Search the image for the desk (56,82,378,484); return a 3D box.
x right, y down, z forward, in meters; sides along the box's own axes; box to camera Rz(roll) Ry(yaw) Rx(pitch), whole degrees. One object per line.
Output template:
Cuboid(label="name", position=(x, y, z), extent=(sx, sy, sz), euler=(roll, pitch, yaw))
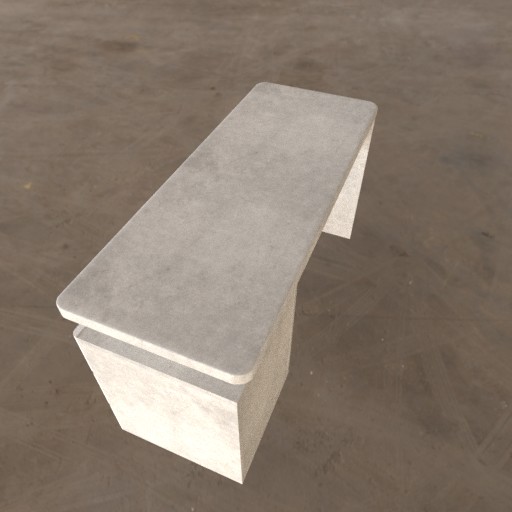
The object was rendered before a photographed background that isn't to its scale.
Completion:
Cuboid(label="desk", position=(0.000, 0.000, 1.772), extent=(0.550, 0.755, 1.400), euler=(17, 48, 16))
